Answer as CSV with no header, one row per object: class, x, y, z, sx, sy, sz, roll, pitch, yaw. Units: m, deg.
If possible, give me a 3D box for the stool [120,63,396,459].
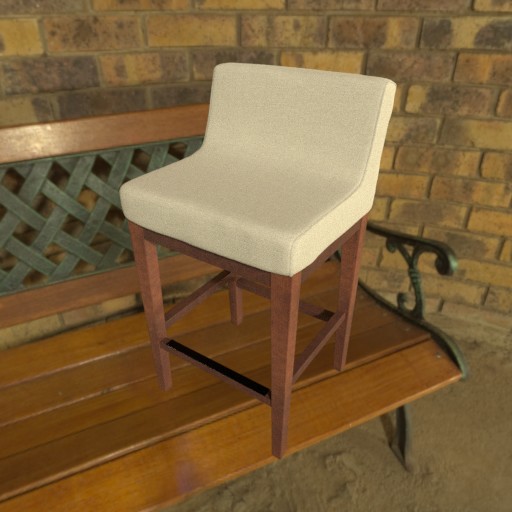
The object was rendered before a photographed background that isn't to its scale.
stool,0.000,0.000,1.246,0.511,0.937,0.500,19,36,28
